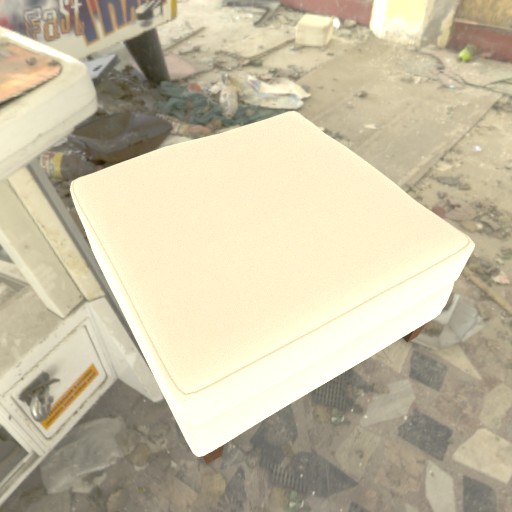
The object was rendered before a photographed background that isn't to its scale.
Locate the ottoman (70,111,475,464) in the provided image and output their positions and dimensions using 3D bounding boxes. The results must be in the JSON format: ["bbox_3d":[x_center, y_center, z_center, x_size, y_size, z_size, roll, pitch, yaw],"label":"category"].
[{"bbox_3d":[0.000,0.000,1.352,0.838,0.479,0.838,-24,51,-21],"label":"ottoman"}]
